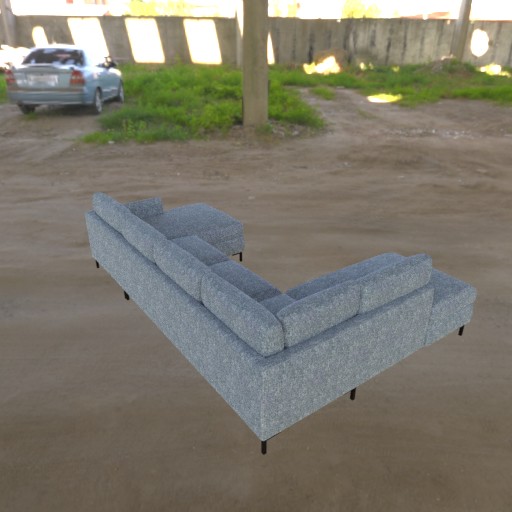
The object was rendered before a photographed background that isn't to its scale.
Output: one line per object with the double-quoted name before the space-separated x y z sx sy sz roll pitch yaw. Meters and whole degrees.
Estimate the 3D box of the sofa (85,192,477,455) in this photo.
"sofa" 0.000 0.000 3.585 1.879 0.756 2.737 -17 31 -32
